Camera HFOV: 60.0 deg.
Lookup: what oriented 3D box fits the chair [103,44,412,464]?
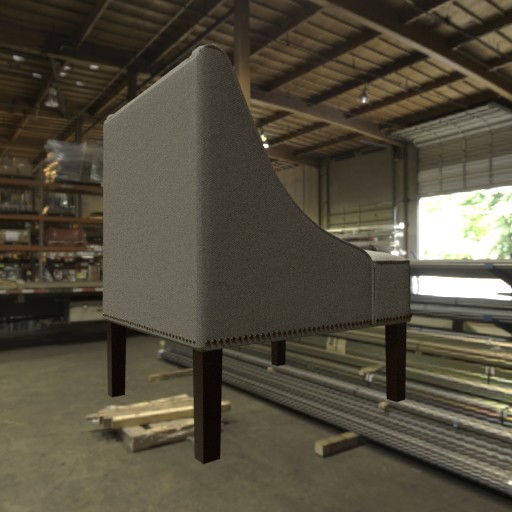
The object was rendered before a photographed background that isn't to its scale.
[{"bbox_3d":[0.000,0.000,1.360,0.748,0.872,0.628,0,0,-37],"label":"chair"}]
